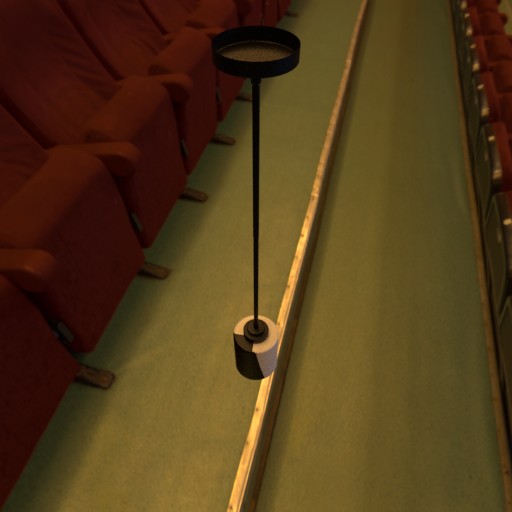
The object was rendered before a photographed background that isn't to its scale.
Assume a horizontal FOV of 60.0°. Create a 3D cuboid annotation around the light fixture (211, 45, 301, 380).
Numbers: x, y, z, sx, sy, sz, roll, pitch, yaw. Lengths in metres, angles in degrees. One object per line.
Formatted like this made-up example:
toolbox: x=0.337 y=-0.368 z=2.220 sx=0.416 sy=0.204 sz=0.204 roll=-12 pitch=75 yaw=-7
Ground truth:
light fixture: x=0.000 y=0.000 z=0.927 sx=0.123 sy=0.863 sz=0.123 roll=10 pitch=48 yaw=9
